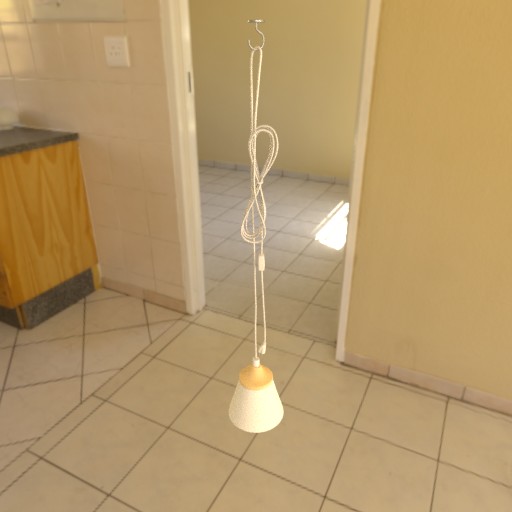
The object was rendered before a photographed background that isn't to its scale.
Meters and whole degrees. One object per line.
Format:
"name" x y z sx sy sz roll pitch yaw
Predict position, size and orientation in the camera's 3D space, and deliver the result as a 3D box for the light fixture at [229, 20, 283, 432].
"light fixture" 0.000 0.000 1.028 0.153 0.966 0.153 8 27 15
